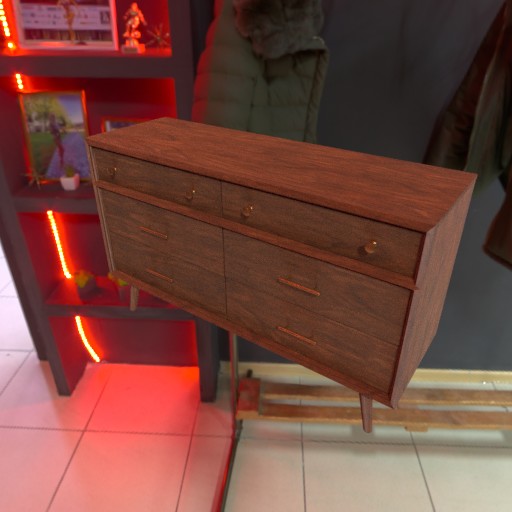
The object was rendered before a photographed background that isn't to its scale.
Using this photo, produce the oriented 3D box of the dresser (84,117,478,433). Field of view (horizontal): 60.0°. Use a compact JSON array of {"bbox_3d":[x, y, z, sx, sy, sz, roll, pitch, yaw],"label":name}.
[{"bbox_3d":[0.000,0.000,1.904,1.472,0.889,0.500,19,35,30],"label":"dresser"}]
